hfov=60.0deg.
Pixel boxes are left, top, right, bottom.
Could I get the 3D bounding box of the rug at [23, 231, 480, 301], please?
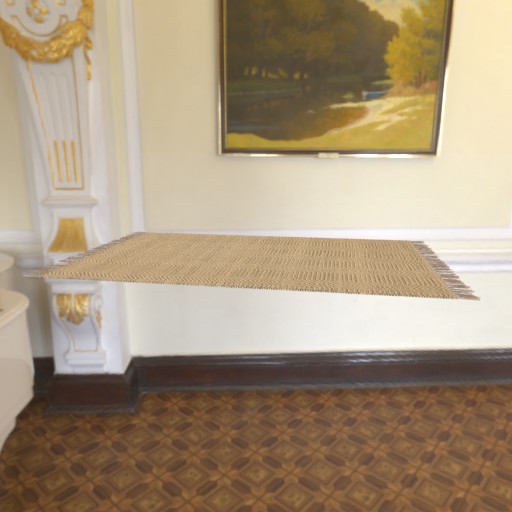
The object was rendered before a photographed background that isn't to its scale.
[{"bbox_3d":[0.000,0.000,2.484,2.021,0.027,1.224,2,13,10],"label":"rug"}]
